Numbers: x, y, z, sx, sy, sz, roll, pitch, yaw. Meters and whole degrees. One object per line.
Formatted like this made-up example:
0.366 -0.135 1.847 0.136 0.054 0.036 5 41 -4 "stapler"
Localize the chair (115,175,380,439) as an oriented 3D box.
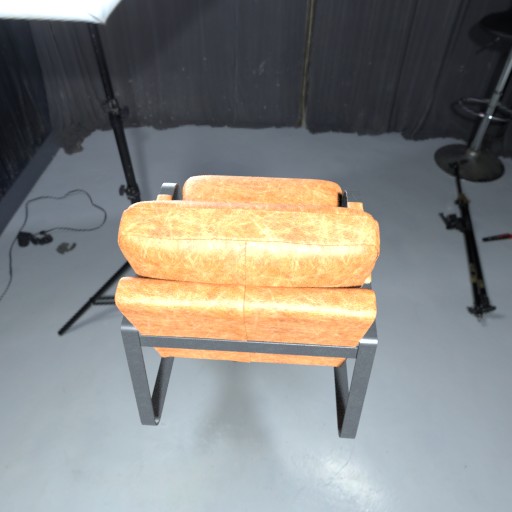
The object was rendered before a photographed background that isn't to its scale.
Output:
0.000 0.000 1.372 0.651 0.777 0.801 3 45 3 "chair"
